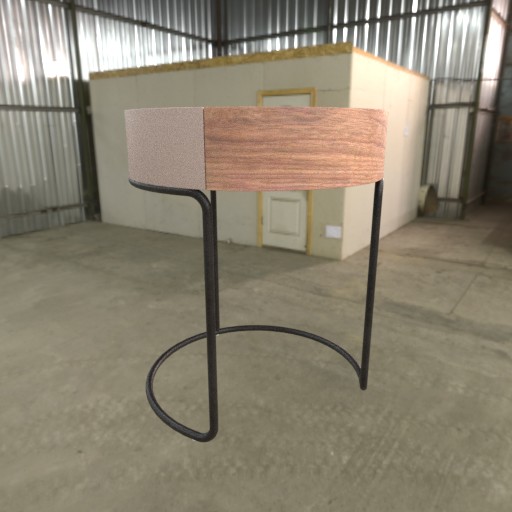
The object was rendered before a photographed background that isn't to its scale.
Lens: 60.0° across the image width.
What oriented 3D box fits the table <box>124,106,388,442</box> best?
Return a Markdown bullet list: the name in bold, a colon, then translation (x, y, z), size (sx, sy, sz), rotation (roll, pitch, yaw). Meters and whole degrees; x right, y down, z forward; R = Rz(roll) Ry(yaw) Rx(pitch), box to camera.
- **table**: translation (0.000, 0.000, 0.856), size (0.450, 0.530, 0.450), rotation (0, 16, 0)
